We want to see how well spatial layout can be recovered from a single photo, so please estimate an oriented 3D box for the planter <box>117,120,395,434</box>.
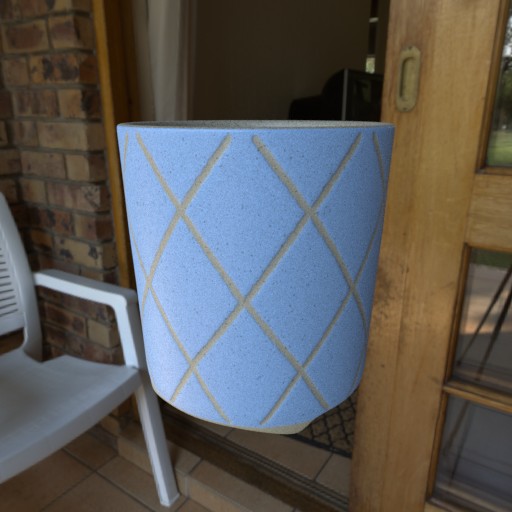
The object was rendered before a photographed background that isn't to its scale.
[{"bbox_3d":[0.000,0.000,0.347,0.191,0.200,0.191,0,18,0],"label":"planter"}]
